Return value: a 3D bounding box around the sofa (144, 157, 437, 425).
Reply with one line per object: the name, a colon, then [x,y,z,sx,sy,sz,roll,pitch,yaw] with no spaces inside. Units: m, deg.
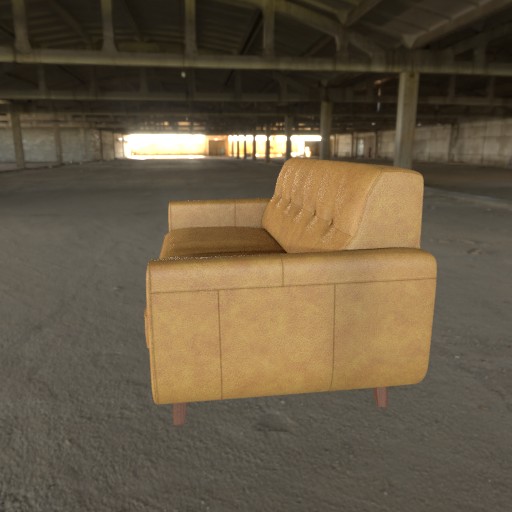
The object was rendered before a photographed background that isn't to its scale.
sofa: [0.000,0.000,2.177,0.952,0.925,1.651,-2,14,-8]
